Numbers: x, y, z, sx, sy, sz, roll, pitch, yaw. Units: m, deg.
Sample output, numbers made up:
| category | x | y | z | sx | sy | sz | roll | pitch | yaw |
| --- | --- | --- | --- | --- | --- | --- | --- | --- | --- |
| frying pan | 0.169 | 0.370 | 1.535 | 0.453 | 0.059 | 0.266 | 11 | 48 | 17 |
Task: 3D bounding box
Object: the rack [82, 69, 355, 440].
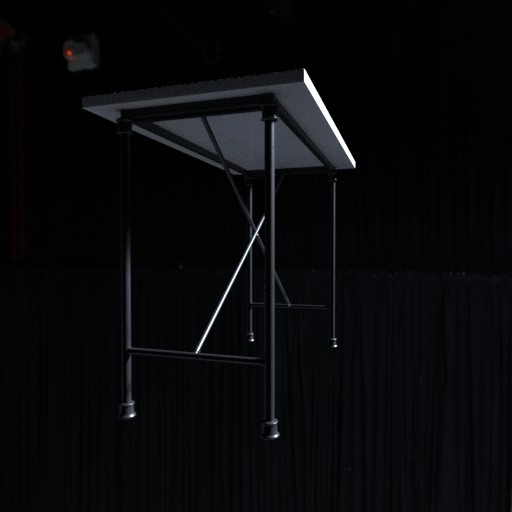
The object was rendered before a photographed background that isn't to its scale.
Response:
| category | x | y | z | sx | sy | sz | roll | pitch | yaw |
| --- | --- | --- | --- | --- | --- | --- | --- | --- | --- |
| rack | 0.000 | 0.000 | 1.664 | 0.613 | 0.880 | 1.159 | 0 | 1 | 18 |
